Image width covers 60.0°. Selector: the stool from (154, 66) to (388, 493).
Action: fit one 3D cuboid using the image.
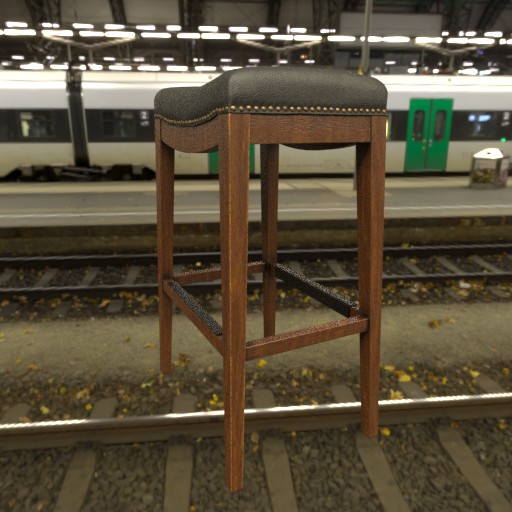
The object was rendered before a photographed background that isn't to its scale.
[{"bbox_3d":[0.000,0.000,1.028,0.361,0.765,0.500,-8,18,-26],"label":"stool"}]
